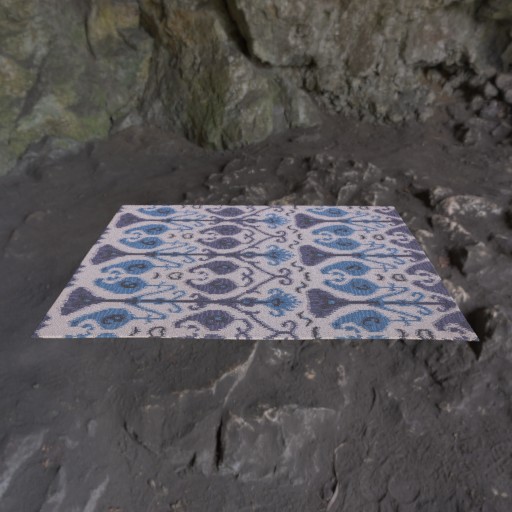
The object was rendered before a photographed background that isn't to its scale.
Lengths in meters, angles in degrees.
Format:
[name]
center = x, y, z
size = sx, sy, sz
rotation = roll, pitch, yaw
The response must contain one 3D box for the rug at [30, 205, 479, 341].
[rug]
center = 0.000, 0.000, 2.945
size = 2.261, 0.013, 1.676
rotation = 0, 30, 1
